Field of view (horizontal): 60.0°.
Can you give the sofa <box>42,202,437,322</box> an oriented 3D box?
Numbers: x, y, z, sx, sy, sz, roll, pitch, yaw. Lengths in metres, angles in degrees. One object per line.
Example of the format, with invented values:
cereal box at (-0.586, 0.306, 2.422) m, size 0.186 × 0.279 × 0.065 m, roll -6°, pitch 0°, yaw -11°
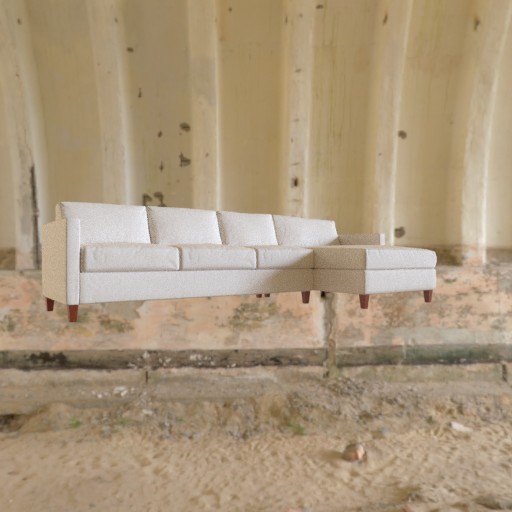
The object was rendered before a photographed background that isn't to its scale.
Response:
sofa at (0.000, 0.000, 4.202) m, size 3.471 × 0.954 × 1.606 m, roll 0°, pitch 0°, yaw -36°
